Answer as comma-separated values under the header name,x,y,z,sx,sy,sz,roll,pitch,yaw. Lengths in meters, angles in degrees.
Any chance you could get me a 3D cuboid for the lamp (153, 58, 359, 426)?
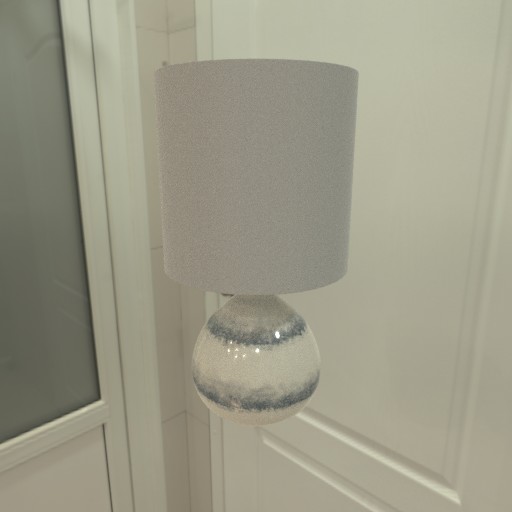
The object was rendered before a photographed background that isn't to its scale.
name,x,y,z,sx,sy,sz,roll,pitch,yaw
lamp,0.000,0.000,0.531,0.216,0.404,0.216,14,21,42
